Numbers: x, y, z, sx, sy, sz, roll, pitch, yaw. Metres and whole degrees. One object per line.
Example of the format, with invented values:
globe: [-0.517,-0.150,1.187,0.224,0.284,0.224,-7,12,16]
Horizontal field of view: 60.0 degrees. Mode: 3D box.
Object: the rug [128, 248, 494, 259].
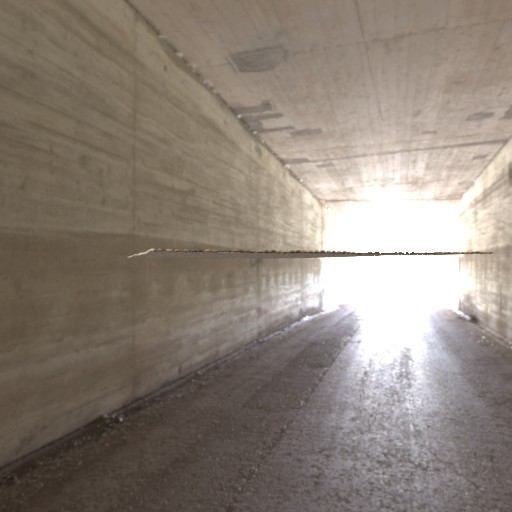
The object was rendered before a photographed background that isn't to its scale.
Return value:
rug: [0.000,0.000,2.290,1.218,0.017,1.861,0,-1,-18]
